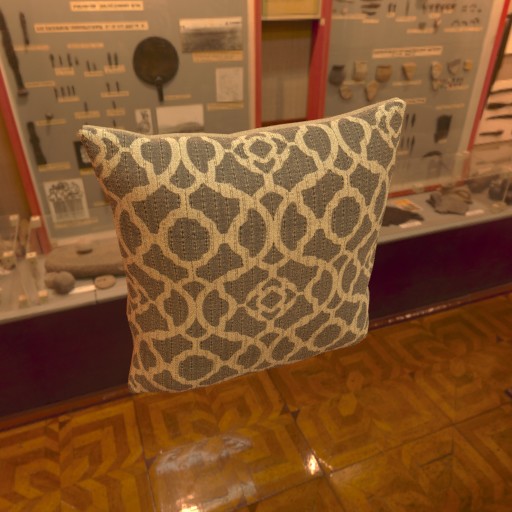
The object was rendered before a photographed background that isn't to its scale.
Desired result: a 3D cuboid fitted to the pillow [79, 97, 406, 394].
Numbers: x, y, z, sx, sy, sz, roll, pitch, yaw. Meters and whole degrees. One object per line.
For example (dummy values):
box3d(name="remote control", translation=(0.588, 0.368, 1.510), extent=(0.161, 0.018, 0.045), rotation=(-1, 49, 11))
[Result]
box3d(name="pillow", translation=(0.000, 0.000, 0.779), extent=(0.508, 0.498, 0.215), rotation=(-10, 33, -16))
